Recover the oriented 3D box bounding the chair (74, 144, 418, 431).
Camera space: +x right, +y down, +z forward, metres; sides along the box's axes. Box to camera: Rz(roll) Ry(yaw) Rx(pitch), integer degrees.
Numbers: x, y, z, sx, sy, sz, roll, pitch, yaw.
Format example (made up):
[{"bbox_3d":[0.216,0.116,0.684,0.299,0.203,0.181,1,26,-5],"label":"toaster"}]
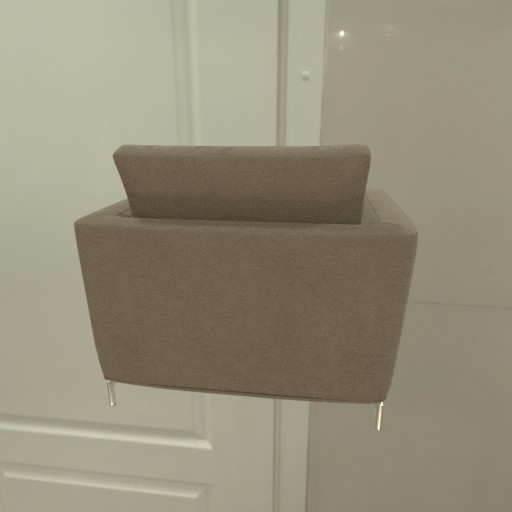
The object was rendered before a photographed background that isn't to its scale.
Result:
[{"bbox_3d":[0.000,0.000,1.692,1.041,0.864,0.889,2,17,8],"label":"chair"}]
